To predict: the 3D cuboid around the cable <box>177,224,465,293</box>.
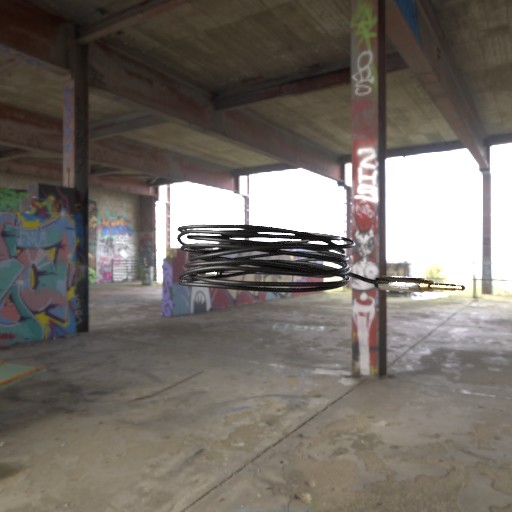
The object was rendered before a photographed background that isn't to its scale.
[{"bbox_3d":[0.000,0.000,0.507,0.198,0.069,0.432,0,0,-37],"label":"cable"}]
